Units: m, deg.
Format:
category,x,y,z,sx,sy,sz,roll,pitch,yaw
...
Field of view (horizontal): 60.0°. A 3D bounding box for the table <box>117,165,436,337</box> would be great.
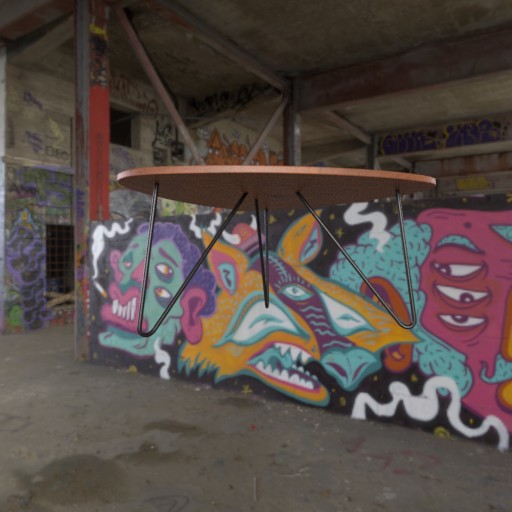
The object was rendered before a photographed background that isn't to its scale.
category,x,y,z,sx,sy,sz,roll,pitch,yaw
table,0.000,0.000,1.327,0.821,0.413,0.833,0,0,-37
